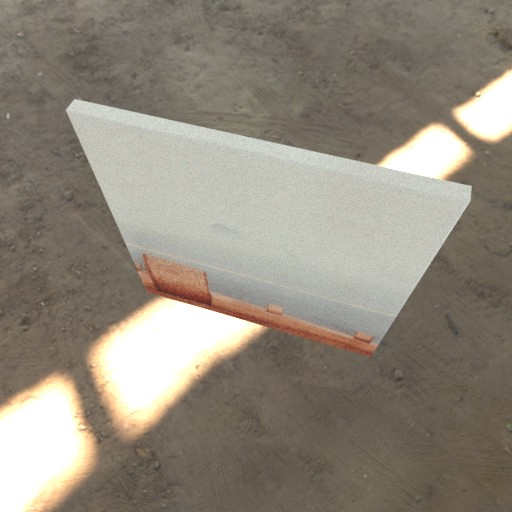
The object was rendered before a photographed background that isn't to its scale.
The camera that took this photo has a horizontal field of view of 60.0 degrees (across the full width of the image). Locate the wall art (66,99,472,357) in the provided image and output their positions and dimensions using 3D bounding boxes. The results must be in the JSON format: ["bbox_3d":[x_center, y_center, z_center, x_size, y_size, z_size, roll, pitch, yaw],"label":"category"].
[{"bbox_3d":[0.000,0.000,0.602,0.405,0.405,0.023,15,59,9],"label":"wall art"}]
